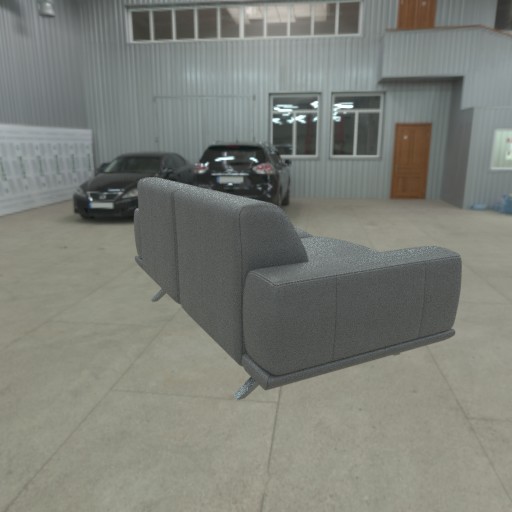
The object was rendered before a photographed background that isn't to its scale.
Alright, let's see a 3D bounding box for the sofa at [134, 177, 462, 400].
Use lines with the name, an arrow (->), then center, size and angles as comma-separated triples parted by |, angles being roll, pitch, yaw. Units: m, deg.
sofa -> 0.000, 0.000, 2.373 | 0.900, 0.772, 1.901 | -7, 16, -27
